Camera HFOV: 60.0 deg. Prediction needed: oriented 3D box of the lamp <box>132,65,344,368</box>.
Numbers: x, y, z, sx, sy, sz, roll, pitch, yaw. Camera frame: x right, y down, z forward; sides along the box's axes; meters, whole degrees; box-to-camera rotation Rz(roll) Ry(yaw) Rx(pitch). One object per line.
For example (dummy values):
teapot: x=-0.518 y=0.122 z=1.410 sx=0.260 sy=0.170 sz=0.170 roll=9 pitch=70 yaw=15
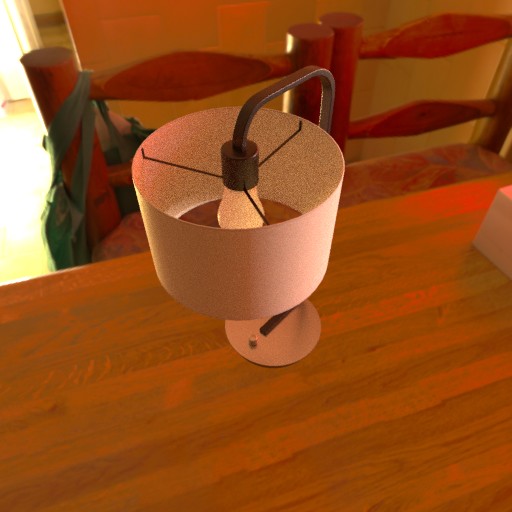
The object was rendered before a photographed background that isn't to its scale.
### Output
lamp: x=0.000 y=0.000 z=0.629 sx=0.230 sy=0.473 sz=0.288 roll=32 pitch=54 yaw=27
